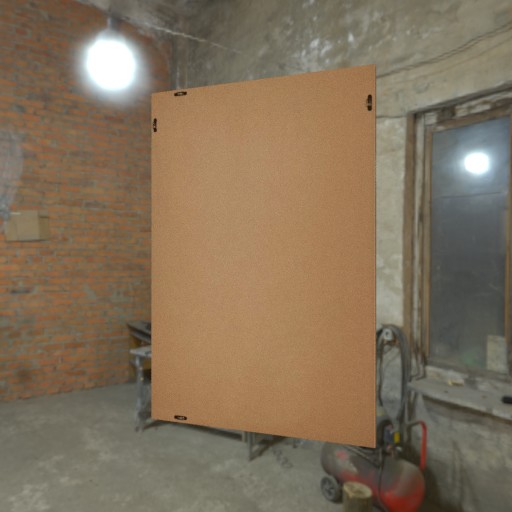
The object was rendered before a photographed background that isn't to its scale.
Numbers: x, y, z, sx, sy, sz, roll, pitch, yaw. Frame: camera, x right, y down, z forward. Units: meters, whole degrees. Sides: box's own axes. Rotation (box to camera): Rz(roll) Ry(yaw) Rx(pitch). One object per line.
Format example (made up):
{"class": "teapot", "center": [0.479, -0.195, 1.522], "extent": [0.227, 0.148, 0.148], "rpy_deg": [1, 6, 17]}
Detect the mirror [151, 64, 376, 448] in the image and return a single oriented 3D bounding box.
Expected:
{"class": "mirror", "center": [0.000, 0.000, 1.166], "extent": [0.609, 0.915, 0.041], "rpy_deg": [0, 0, 18]}
